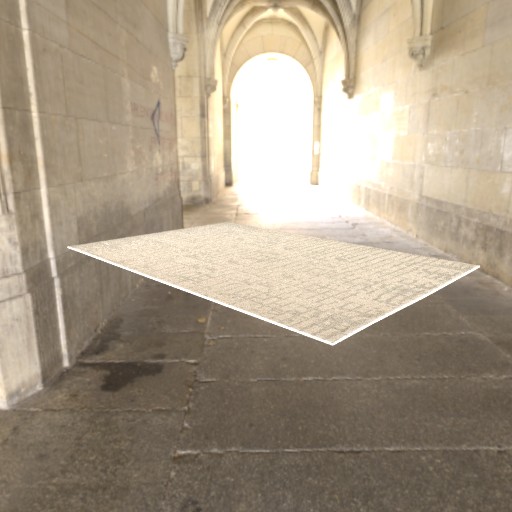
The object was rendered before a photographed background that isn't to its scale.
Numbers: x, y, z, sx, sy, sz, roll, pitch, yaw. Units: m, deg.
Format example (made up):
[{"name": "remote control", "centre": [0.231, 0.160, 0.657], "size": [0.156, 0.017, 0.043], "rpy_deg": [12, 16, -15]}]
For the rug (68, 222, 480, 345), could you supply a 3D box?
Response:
[{"name": "rug", "centre": [0.000, 0.000, 2.319], "size": [1.827, 0.007, 1.211], "rpy_deg": [13, 19, 43]}]
